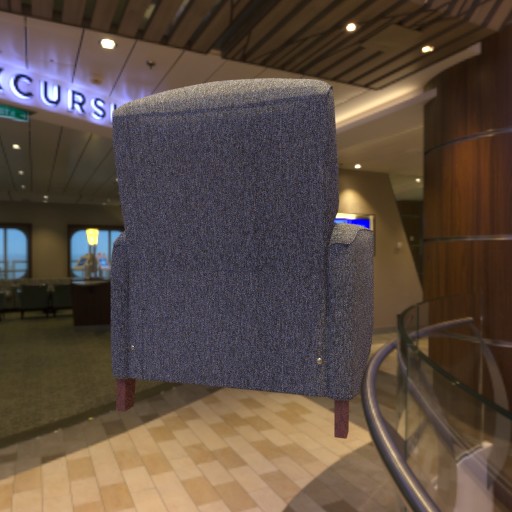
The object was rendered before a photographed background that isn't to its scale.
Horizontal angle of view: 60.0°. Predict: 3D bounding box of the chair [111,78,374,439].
[{"bbox_3d":[0.000,0.000,1.669,0.848,1.014,0.864,0,0,17],"label":"chair"}]
